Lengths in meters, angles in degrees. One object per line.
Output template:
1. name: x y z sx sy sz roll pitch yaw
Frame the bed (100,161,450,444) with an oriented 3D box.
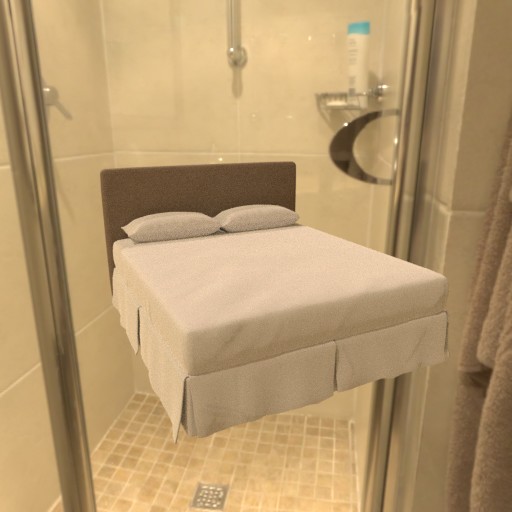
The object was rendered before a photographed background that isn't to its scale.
1. bed: 0.000 0.000 3.640 2.119 1.317 2.341 -8 18 -26
